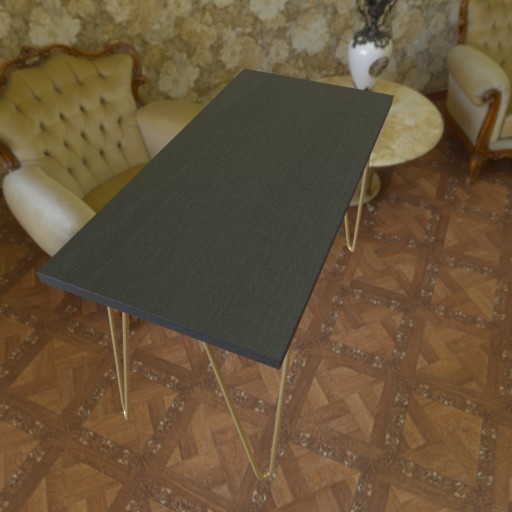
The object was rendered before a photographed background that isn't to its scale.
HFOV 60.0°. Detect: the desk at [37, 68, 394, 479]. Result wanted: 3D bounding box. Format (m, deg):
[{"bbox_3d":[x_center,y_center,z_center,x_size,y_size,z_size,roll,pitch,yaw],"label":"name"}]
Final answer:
[{"bbox_3d":[0.000,0.000,1.338,0.499,0.660,0.991,17,48,15],"label":"desk"}]
